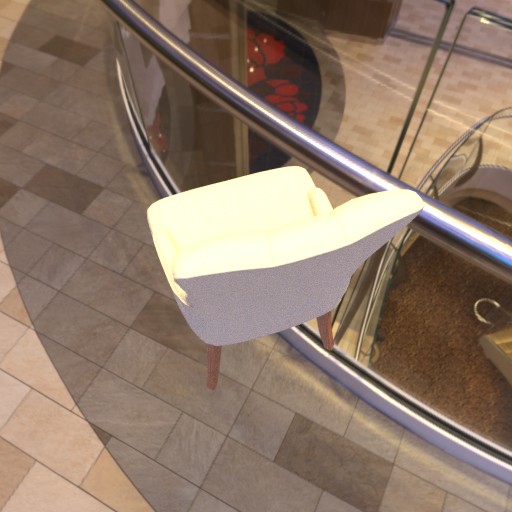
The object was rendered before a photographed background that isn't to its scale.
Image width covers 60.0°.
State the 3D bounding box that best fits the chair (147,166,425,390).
[{"bbox_3d":[0.000,0.000,1.199,0.509,0.874,0.565,-16,59,-10],"label":"chair"}]
